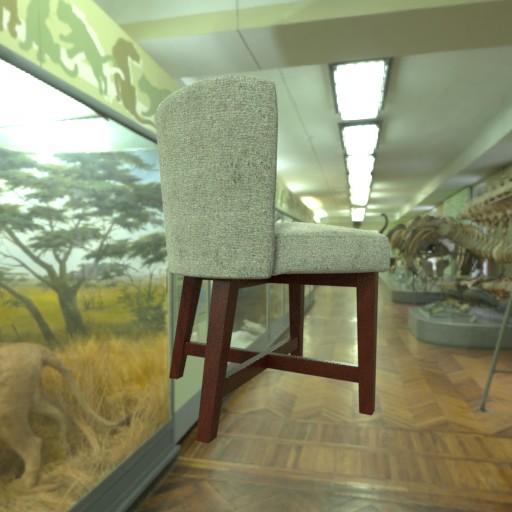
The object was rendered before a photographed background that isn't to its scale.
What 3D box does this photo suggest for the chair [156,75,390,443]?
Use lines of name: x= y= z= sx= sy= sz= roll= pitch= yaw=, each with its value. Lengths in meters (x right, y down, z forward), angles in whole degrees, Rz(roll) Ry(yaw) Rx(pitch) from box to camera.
chair: x=0.000 y=0.000 z=1.309 sx=0.575 sy=0.827 sz=0.728 roll=0 pitch=1 yaw=-18
